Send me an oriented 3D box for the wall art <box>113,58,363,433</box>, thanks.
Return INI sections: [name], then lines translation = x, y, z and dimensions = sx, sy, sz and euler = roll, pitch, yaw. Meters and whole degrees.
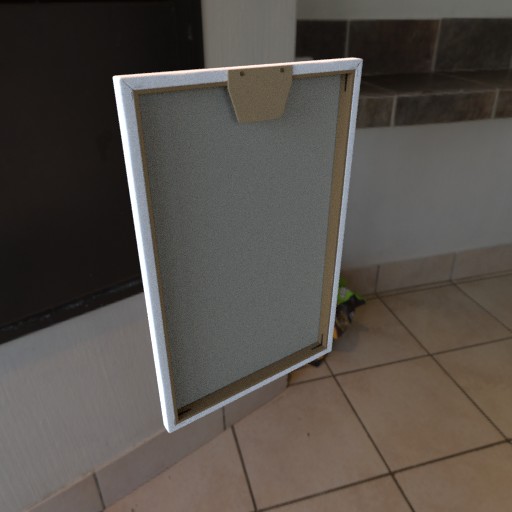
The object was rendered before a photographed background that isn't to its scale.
[wall art]
translation = 0.000, 0.000, 1.156
dimensions = 0.602, 0.916, 0.048
euler = -18, 34, -29
